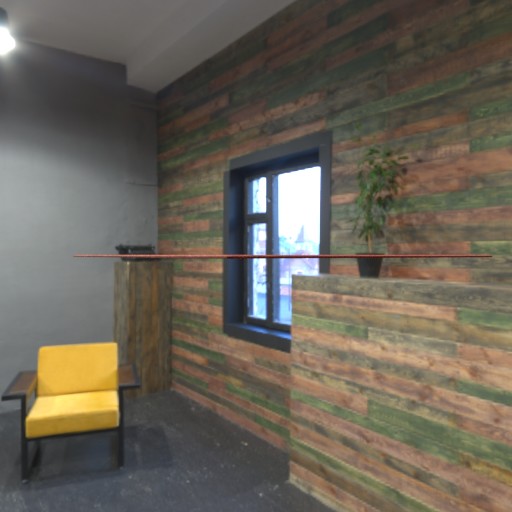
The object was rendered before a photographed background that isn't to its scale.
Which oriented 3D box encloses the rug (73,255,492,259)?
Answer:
[{"bbox_3d":[0.000,0.000,3.963,2.430,0.018,2.976,0,0,-36],"label":"rug"}]
